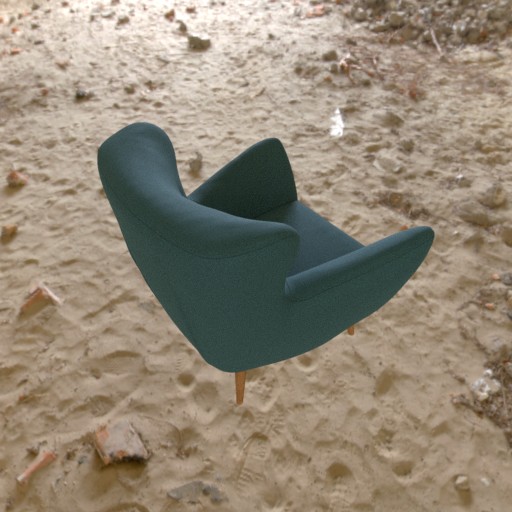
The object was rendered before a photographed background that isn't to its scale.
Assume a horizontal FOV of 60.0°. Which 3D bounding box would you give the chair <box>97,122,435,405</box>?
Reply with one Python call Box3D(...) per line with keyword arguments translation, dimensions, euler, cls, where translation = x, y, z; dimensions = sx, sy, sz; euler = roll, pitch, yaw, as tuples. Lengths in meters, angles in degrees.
Box3D(translation=(0.000, 0.000, 1.635), dimensions=(0.889, 0.889, 0.890), euler=(-26, 47, -27), cls="chair")
